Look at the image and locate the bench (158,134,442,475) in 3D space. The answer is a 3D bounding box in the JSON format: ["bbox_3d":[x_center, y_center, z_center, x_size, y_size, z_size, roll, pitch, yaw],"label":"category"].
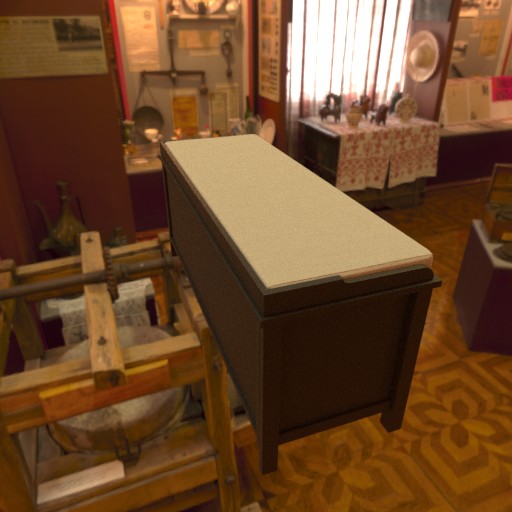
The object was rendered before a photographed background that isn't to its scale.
[{"bbox_3d":[0.000,0.000,1.415,0.398,0.501,1.140,-10,30,-17],"label":"bench"}]
